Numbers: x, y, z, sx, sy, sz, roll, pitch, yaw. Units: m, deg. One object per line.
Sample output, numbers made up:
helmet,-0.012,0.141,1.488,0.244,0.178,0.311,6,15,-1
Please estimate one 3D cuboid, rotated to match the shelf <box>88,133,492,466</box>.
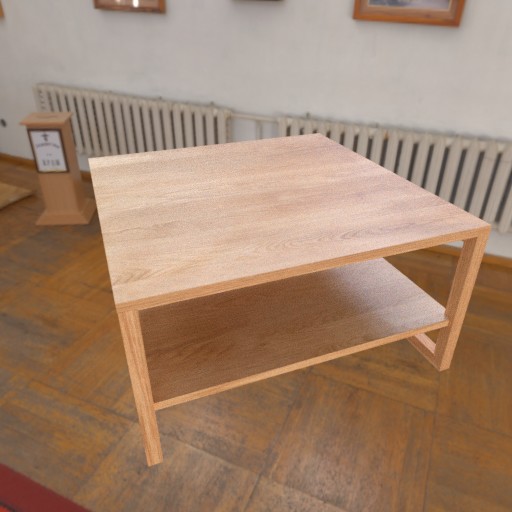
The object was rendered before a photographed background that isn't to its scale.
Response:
shelf,0.000,0.000,1.433,0.899,0.480,0.899,-11,32,-18
